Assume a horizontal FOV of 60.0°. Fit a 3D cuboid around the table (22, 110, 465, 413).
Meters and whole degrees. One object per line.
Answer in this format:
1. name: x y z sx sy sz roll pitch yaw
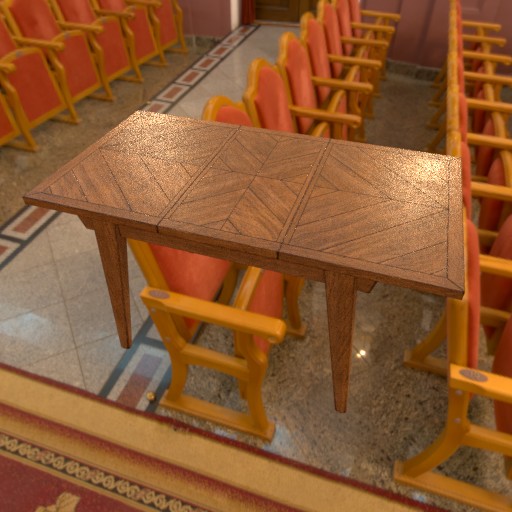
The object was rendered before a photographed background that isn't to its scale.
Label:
1. table: 0.000 0.000 1.837 1.400 0.760 0.757 12 42 14
